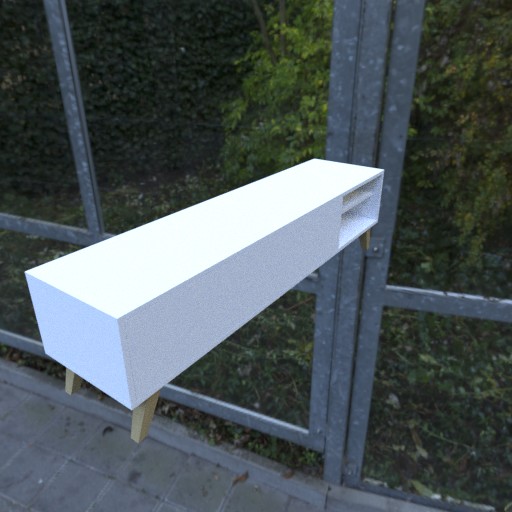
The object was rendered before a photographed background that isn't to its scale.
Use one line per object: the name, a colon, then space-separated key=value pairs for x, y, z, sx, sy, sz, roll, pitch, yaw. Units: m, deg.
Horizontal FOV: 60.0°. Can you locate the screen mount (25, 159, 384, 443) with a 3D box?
screen mount: x=0.000 y=0.000 z=1.821 sx=0.399 sy=0.432 sz=1.644 roll=17 pitch=31 yaw=32
